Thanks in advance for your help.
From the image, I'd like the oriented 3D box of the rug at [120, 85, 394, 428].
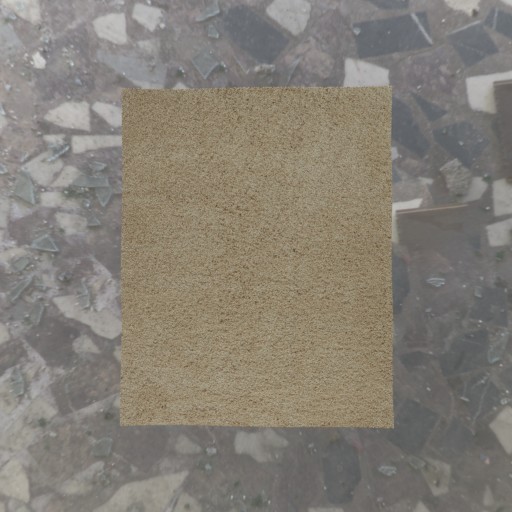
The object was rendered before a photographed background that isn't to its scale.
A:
[{"bbox_3d":[0.000,0.000,3.916,2.400,0.025,3.000,0,89,1],"label":"rug"}]
